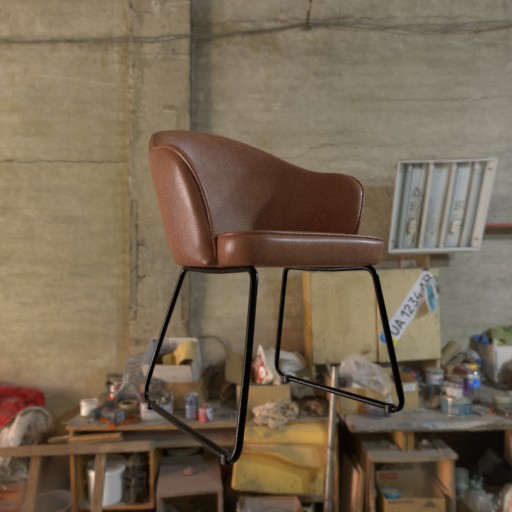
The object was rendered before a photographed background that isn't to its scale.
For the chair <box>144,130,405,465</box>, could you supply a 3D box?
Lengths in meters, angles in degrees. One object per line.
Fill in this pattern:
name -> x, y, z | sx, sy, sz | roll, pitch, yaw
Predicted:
chair -> 0.000, 0.000, 1.181 | 0.582, 0.785, 0.580 | 1, -1, -36
